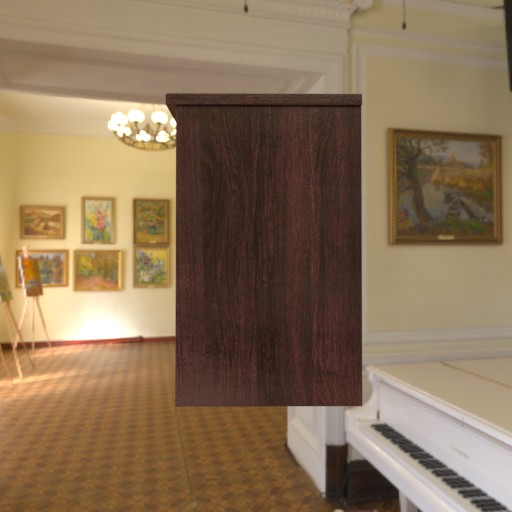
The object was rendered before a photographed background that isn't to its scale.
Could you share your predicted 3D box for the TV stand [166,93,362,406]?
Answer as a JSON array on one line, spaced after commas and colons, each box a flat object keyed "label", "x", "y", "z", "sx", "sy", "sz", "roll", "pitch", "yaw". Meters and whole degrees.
[{"label": "TV stand", "x": 0.000, "y": 0.000, "z": 1.454, "sx": 0.404, "sy": 0.614, "sz": 1.192, "roll": 0, "pitch": -1, "yaw": -1}]
